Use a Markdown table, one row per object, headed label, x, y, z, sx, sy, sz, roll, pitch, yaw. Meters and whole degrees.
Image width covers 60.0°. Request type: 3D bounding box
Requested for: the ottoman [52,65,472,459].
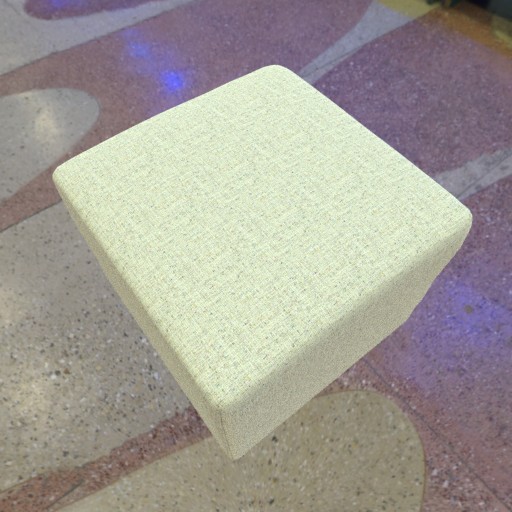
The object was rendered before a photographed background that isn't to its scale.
| label | x | y | z | sx | sy | sz | roll | pitch | yaw |
| --- | --- | --- | --- | --- | --- | --- | --- | --- | --- |
| ottoman | 0.000 | 0.000 | 0.887 | 0.512 | 0.453 | 0.521 | -33 | 64 | -19 |
